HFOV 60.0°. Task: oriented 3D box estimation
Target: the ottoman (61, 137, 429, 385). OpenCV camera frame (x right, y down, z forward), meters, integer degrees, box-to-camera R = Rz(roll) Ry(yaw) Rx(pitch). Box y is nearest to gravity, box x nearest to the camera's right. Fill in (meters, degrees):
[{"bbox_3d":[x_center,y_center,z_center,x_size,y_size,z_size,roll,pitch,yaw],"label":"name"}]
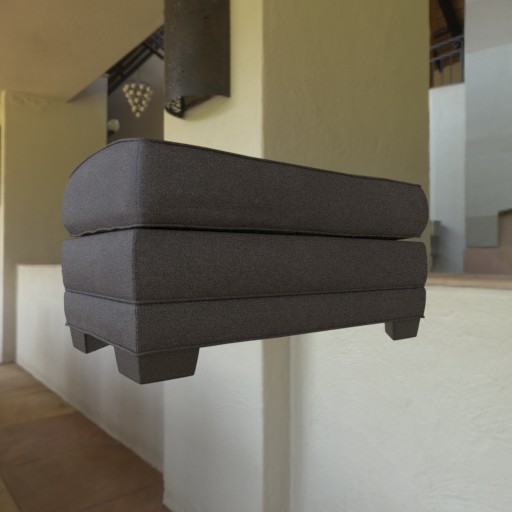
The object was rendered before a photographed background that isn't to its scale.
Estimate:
[{"bbox_3d":[0.000,0.000,1.153,0.864,0.448,0.490,1,-1,-37],"label":"ottoman"}]
